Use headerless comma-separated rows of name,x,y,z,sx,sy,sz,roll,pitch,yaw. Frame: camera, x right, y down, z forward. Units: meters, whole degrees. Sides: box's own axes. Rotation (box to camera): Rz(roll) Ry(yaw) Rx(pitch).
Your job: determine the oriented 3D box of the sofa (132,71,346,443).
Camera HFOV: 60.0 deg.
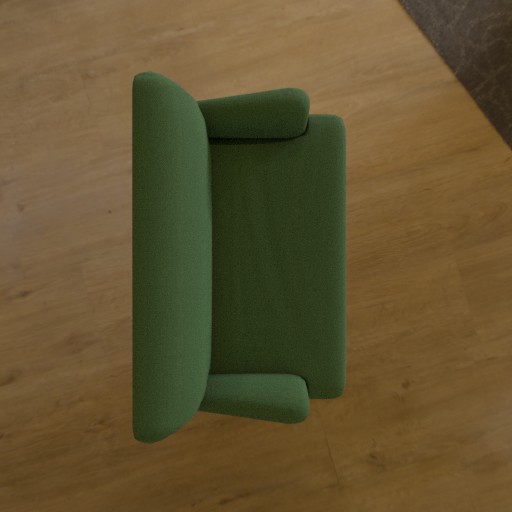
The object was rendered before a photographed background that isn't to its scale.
sofa,0.000,0.000,1.813,0.779,0.889,1.297,0,90,0
